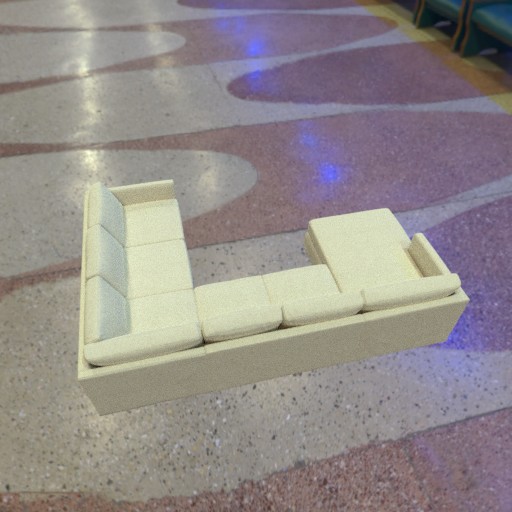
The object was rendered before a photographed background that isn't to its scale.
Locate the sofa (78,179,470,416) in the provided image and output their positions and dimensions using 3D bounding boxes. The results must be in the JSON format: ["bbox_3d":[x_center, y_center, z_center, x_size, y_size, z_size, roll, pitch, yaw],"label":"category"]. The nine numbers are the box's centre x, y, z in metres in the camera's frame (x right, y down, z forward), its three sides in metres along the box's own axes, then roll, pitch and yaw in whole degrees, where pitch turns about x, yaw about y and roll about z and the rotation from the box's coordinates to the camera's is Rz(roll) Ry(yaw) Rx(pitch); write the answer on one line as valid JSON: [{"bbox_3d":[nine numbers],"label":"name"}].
[{"bbox_3d":[0.000,0.000,4.711,3.464,0.882,2.448,-10,48,-9],"label":"sofa"}]
